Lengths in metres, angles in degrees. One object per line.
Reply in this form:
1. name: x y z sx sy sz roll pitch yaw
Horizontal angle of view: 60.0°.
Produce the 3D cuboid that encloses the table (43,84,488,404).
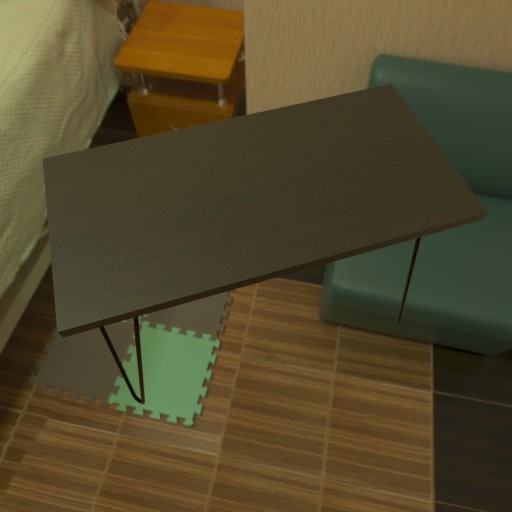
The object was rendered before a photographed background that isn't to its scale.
1. table: 0.000 0.000 1.370 0.991 0.660 0.499 -15 59 -9
